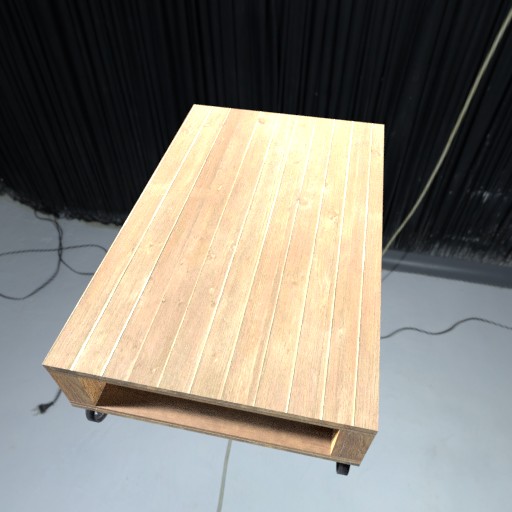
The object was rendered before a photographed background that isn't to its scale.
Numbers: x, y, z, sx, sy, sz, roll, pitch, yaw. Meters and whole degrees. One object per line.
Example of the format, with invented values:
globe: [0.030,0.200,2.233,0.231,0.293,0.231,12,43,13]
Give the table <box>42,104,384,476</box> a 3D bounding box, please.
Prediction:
table: [0.000,0.000,1.633,0.827,0.413,1.299,9,48,8]
